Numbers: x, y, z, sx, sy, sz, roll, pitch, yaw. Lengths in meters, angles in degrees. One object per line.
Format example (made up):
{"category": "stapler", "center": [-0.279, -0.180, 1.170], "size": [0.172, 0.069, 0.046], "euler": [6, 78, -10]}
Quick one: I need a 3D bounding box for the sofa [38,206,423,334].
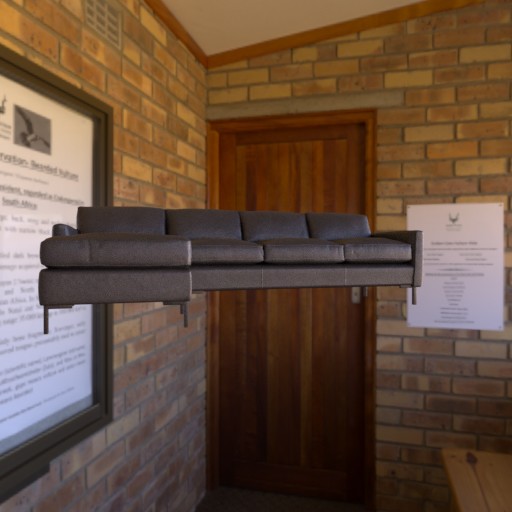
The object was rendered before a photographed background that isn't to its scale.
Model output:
{"category": "sofa", "center": [0.000, 0.000, 3.562], "size": [2.993, 0.859, 1.471], "euler": [0, 0, -17]}
